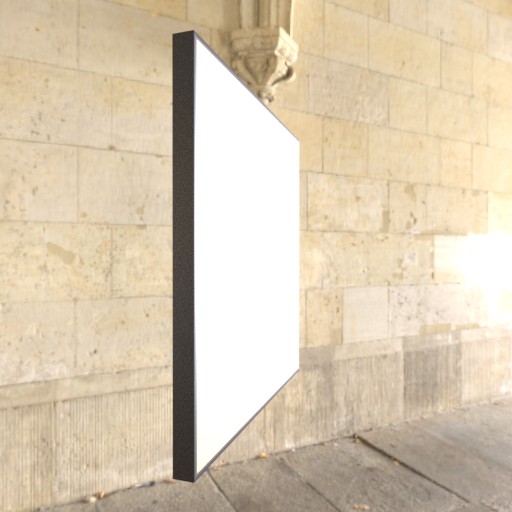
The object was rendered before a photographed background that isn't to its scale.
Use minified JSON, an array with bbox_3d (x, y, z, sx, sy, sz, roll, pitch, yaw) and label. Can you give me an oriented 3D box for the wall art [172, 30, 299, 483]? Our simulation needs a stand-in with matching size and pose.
[{"bbox_3d":[0.000,0.000,1.120,0.042,0.766,0.769,0,0,19],"label":"wall art"}]
